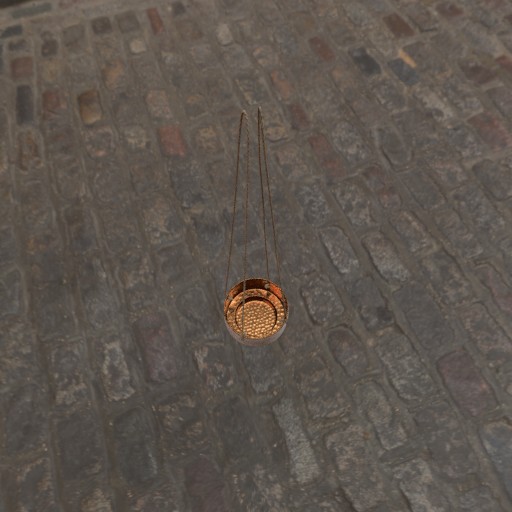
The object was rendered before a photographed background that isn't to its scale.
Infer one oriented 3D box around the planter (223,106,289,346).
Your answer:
[{"bbox_3d":[0.000,0.000,1.154,0.223,1.030,0.223,-19,65,-9],"label":"planter"}]
